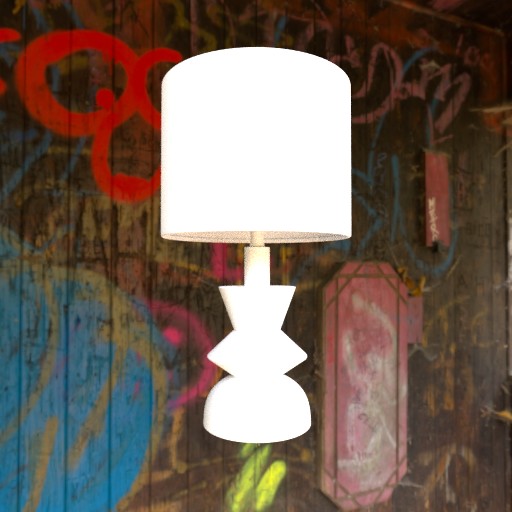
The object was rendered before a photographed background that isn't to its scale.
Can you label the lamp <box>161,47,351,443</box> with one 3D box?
[{"bbox_3d":[0.000,0.000,0.716,0.301,0.533,0.301,-1,-2,36],"label":"lamp"}]
